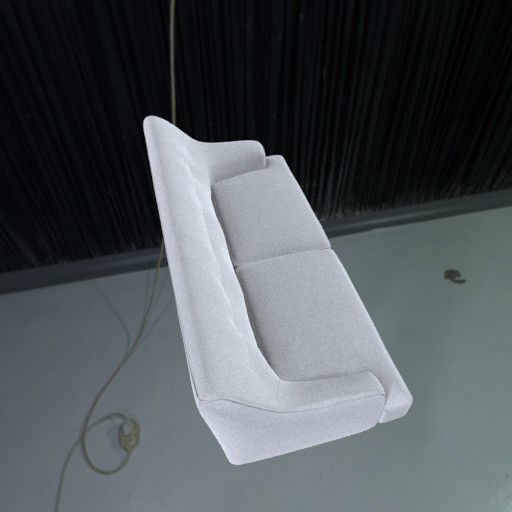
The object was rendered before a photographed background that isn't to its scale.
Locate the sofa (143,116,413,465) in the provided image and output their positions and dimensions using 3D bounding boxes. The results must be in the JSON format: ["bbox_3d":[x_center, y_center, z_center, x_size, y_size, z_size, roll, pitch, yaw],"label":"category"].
[{"bbox_3d":[0.000,0.000,2.565,0.978,0.871,2.057,-11,48,-10],"label":"sofa"}]
